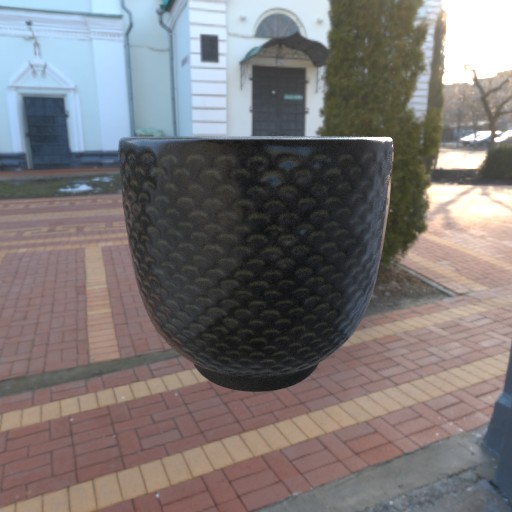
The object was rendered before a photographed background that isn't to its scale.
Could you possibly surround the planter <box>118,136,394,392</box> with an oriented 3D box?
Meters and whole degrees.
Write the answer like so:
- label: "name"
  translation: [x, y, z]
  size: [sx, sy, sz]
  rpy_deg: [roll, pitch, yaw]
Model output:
- label: "planter"
  translation: [0.000, 0.000, 0.308]
  size: [0.172, 0.160, 0.172]
  rpy_deg: [0, 15, 0]
